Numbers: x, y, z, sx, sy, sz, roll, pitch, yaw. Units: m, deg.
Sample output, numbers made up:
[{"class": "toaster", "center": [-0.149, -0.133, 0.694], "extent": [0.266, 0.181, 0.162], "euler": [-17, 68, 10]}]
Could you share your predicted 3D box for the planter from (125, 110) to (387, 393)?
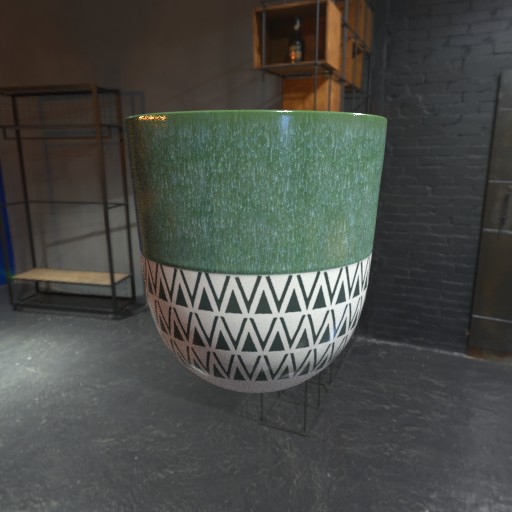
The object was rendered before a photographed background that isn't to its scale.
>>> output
[{"class": "planter", "center": [0.000, 0.000, 0.367], "extent": [0.195, 0.214, 0.195], "euler": [0, 13, 0]}]
